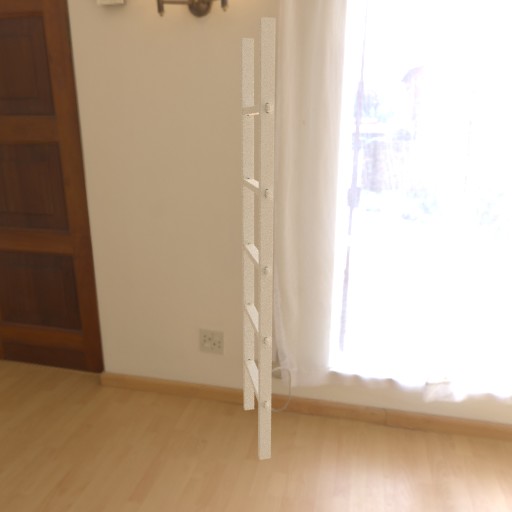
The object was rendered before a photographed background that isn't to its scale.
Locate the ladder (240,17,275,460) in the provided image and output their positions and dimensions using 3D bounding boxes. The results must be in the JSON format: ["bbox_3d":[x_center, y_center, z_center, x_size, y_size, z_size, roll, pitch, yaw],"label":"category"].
[{"bbox_3d":[0.000,0.000,1.941,0.051,1.797,0.452,-3,17,-11],"label":"ladder"}]
